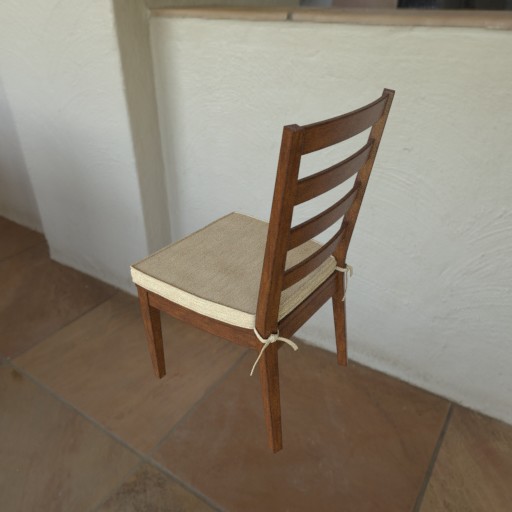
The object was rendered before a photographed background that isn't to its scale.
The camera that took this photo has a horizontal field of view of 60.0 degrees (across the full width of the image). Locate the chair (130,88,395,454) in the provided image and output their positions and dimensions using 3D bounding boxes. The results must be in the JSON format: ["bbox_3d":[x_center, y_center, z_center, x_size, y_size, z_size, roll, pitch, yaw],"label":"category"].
[{"bbox_3d":[0.000,0.000,1.384,0.595,0.979,0.593,21,36,31],"label":"chair"}]
